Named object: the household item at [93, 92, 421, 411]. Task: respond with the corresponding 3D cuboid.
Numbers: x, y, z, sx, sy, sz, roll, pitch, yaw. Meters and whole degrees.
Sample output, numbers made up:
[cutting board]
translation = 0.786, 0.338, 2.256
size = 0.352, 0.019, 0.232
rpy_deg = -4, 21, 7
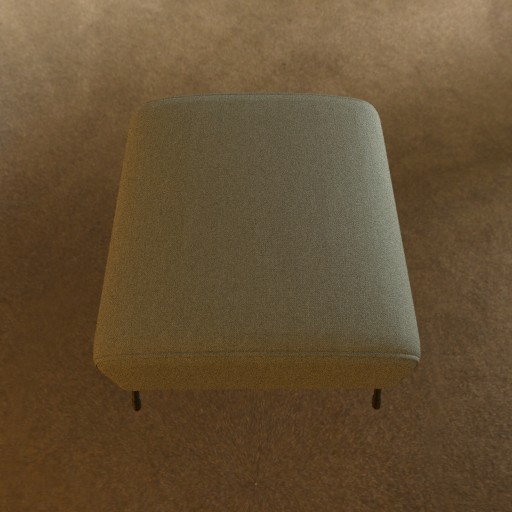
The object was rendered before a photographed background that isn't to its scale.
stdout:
[household item]
translation = 0.000, 0.000, 0.883
size = 0.530, 0.410, 0.530
rpy_deg = 0, 63, 0
